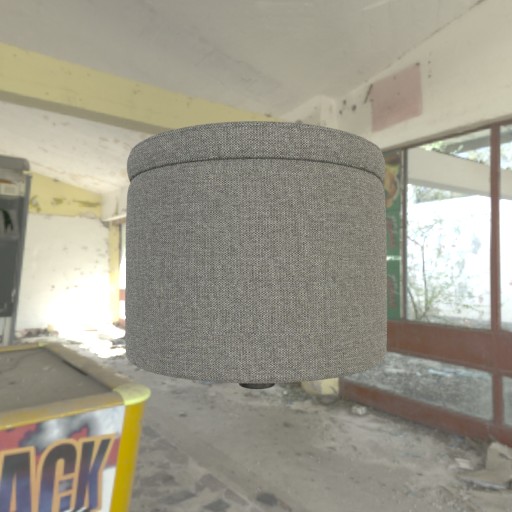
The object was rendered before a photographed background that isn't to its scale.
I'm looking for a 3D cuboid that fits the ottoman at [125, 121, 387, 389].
[{"bbox_3d":[0.000,0.000,0.920,0.520,0.430,0.520,0,-2,0],"label":"ottoman"}]
